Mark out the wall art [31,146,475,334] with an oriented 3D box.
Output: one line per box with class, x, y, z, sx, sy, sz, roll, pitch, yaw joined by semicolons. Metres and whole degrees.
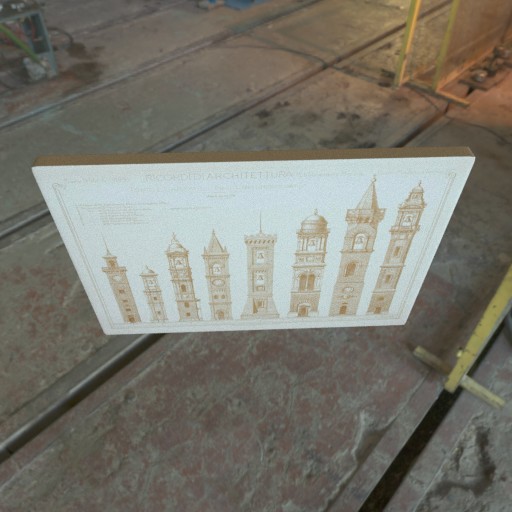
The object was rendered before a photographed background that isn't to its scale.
wall art;0.000;0.000;0.476;0.380;0.254;0.019;-2;47;-2
